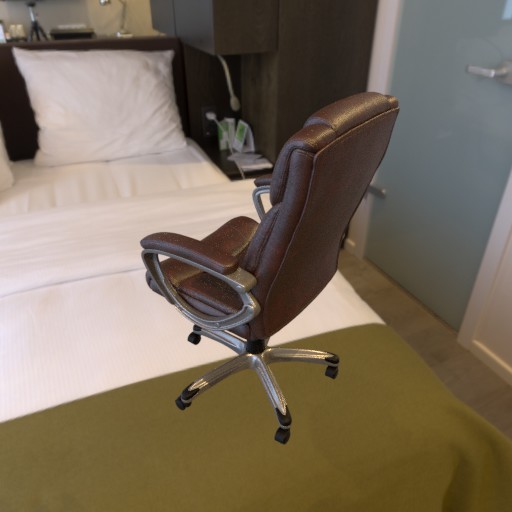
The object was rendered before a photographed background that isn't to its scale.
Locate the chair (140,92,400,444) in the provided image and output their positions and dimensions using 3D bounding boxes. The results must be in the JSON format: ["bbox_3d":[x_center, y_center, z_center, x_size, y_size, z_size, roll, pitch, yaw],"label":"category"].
[{"bbox_3d":[0.000,0.000,1.540,0.692,1.128,0.656,21,38,30],"label":"chair"}]
